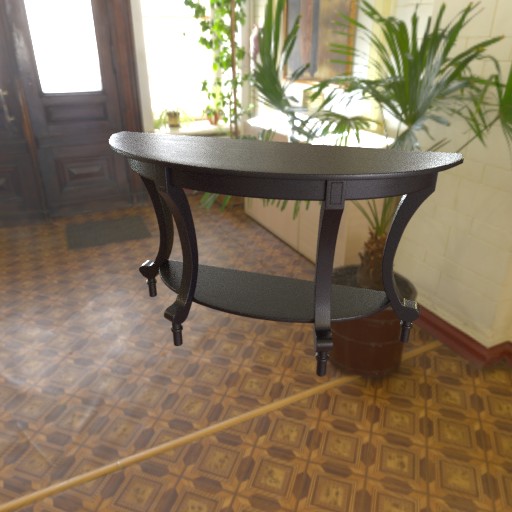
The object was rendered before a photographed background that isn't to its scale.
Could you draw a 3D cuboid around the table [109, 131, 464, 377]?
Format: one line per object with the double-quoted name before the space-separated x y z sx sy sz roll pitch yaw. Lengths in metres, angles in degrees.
"table" 0.000 0.000 1.502 1.198 0.692 0.394 8 27 16
